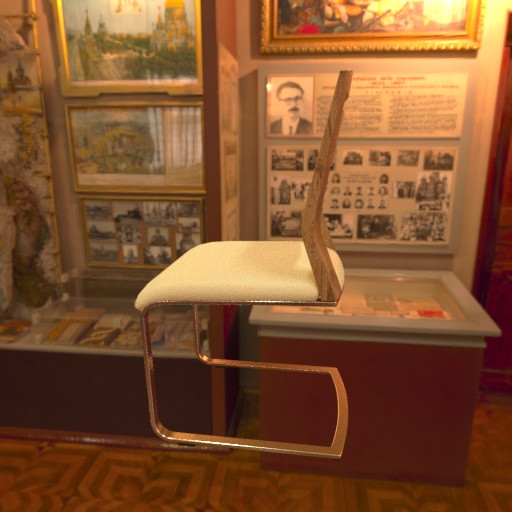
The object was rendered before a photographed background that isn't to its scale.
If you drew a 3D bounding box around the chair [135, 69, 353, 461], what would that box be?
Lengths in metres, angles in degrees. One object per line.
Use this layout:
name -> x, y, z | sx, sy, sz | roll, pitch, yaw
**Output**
chair -> 0.000, 0.000, 1.261 | 0.561, 0.955, 0.457 | 2, 15, 8
